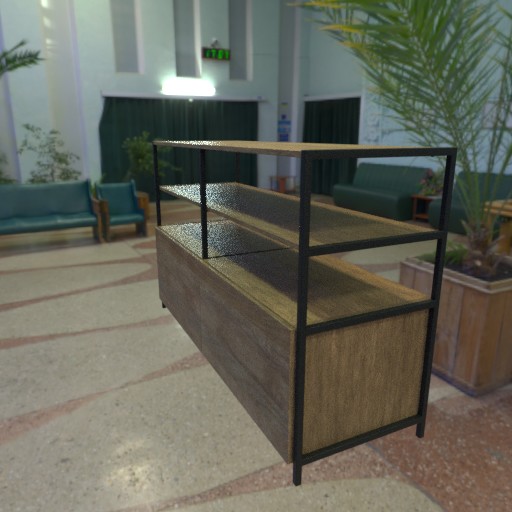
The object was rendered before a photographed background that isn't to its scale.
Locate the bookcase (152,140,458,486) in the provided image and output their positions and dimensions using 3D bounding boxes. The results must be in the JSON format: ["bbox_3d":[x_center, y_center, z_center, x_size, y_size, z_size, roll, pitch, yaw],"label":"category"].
[{"bbox_3d":[0.000,0.000,1.443,0.391,0.712,1.149,-7,17,-25],"label":"bookcase"}]
